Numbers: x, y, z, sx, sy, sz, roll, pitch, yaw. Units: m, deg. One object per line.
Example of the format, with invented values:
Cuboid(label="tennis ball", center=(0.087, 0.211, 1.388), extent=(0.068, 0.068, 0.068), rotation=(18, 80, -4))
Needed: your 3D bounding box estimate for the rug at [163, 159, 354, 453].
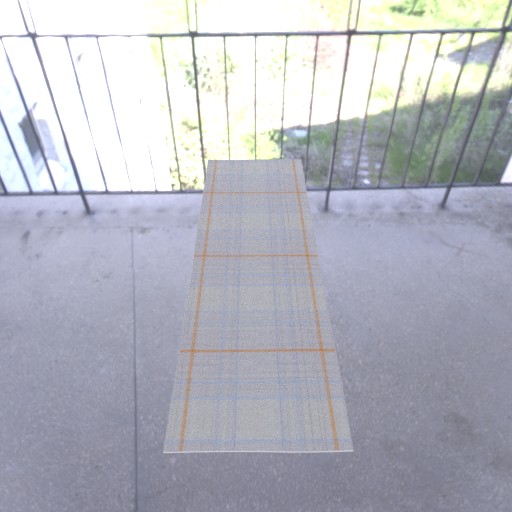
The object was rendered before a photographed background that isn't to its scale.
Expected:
Cuboid(label="rug", center=(0.000, 0.000, 2.714), extent=(0.770, 0.016, 2.442), rotation=(0, 40, 0))
